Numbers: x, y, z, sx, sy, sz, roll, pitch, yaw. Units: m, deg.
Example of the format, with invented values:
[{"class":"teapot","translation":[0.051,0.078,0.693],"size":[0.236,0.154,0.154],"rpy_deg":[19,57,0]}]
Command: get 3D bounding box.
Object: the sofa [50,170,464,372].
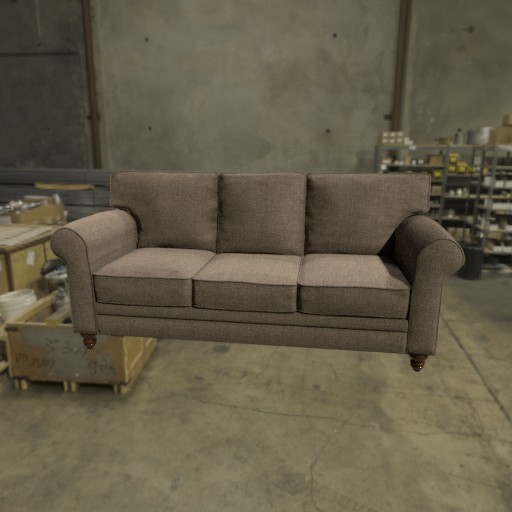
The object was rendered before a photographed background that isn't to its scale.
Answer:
[{"class":"sofa","translation":[0.000,0.000,2.619],"size":[2.084,0.961,0.916],"rpy_deg":[2,14,8]}]
